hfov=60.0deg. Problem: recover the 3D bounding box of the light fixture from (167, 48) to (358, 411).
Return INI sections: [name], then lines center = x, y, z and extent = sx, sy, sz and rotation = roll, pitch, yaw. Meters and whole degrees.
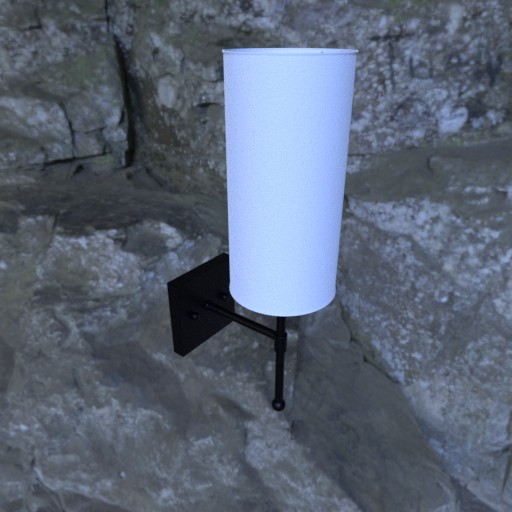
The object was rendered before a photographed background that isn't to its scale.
[light fixture]
center = 0.000, 0.000, 0.546
extent = 0.208, 0.462, 0.128
rotation = 19, 32, 33
